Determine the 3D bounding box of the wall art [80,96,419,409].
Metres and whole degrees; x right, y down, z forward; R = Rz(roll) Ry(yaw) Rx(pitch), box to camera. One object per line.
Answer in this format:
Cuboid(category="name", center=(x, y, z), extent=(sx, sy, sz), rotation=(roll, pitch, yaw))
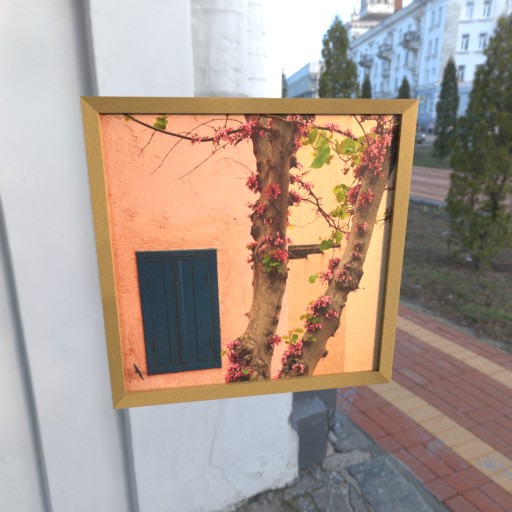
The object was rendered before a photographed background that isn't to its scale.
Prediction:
Cuboid(category="wall art", center=(0.000, 0.000, 0.455), extent=(0.304, 0.305, 0.038), rotation=(-3, 17, -9))
